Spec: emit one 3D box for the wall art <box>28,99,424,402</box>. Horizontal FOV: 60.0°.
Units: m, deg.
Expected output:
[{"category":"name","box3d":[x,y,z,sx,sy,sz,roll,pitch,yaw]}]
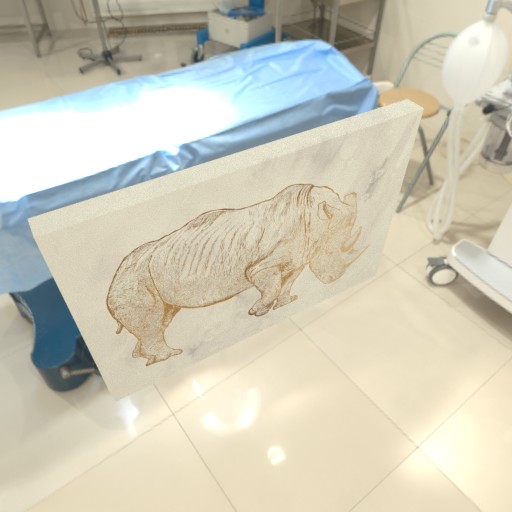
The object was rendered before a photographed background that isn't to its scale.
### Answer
[{"category":"wall art","box3d":[0.000,0.000,0.770,0.609,0.407,0.038,-23,50,-21]}]
